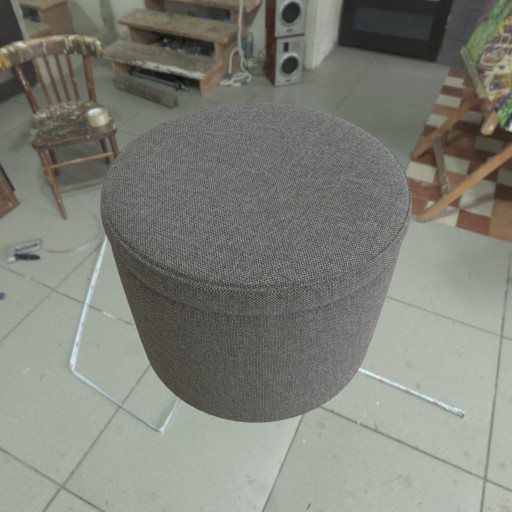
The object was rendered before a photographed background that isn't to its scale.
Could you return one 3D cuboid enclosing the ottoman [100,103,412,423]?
[{"bbox_3d":[0.000,0.000,0.885,0.520,0.430,0.520,0,46,0],"label":"ottoman"}]
